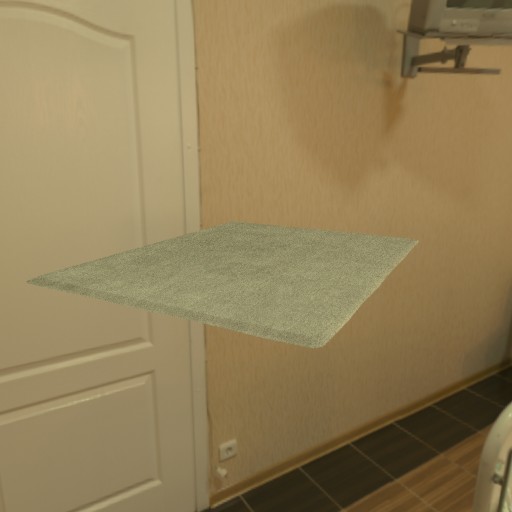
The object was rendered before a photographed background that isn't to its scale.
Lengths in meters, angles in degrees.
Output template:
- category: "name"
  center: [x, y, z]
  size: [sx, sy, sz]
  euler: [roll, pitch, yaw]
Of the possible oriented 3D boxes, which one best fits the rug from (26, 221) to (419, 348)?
- category: "rug"
  center: [0.000, 0.000, 3.950]
  size: [2.332, 0.027, 2.933]
  euler: [8, 16, 28]
